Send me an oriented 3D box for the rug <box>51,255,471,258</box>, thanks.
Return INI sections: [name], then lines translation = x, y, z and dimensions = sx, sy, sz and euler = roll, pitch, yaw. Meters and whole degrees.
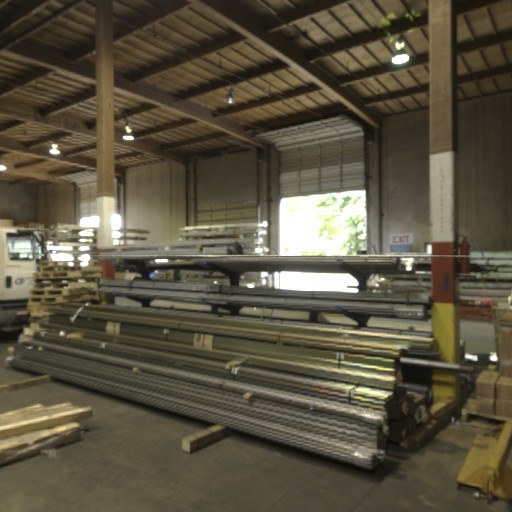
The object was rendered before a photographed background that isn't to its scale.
[rug]
translation = 0.000, 0.000, 2.190
dimensions = 1.754, 0.010, 1.148
euler = 0, 0, 36
